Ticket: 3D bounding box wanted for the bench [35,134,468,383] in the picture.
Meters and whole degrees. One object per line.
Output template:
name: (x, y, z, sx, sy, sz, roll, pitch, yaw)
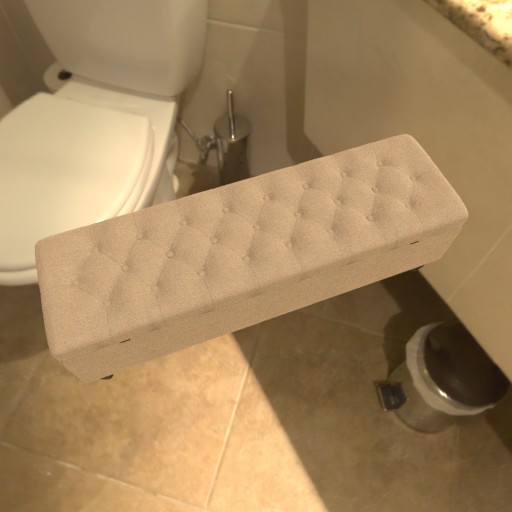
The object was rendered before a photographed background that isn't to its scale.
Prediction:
bench: (0.000, 0.000, 1.724, 1.480, 0.467, 0.455, -18, 61, -10)
